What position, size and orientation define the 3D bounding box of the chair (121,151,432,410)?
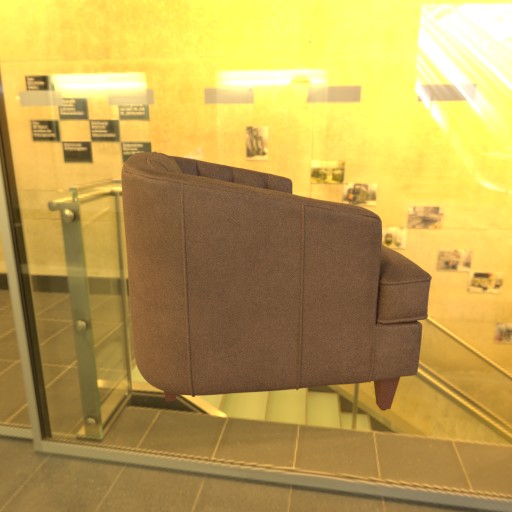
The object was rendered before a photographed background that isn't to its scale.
[{"bbox_3d":[0.000,0.000,1.725,0.914,0.787,1.118,-3,15,-9],"label":"chair"}]
